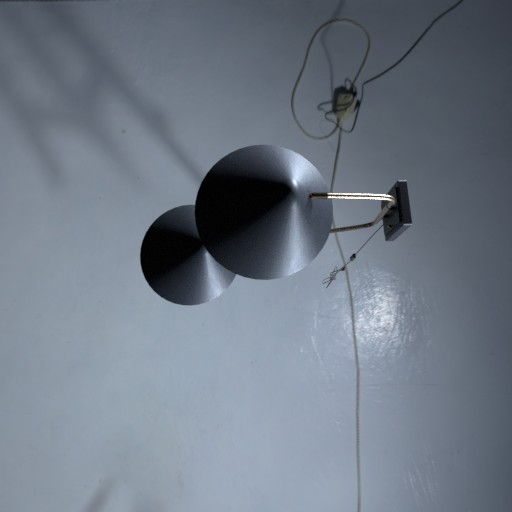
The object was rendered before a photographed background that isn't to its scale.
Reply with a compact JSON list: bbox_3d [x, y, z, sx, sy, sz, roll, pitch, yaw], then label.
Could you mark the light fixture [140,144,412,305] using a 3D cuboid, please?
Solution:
[{"bbox_3d":[0.000,0.000,0.846,0.422,0.665,0.189,-2,77,-1],"label":"light fixture"}]
